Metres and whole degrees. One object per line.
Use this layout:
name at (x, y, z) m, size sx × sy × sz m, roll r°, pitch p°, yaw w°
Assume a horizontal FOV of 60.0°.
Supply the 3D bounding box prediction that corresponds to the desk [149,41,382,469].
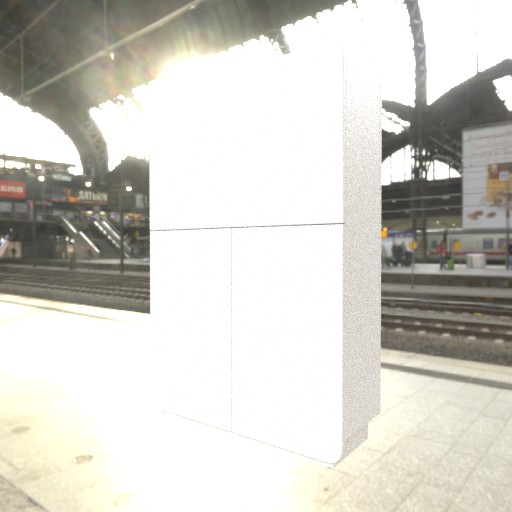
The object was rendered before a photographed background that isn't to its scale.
desk at (0.000, 0.000, 1.546) m, size 0.795 × 1.190 × 0.278 m, roll 1°, pitch 1°, yaw 37°
